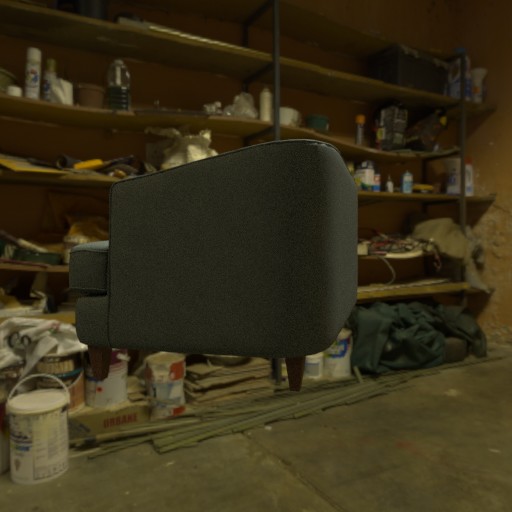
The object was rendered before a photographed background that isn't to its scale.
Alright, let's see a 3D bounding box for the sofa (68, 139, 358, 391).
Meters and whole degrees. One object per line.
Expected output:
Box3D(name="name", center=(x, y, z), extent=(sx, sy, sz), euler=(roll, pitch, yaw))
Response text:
Box3D(name="sofa", center=(0.000, 0.000, 2.257), extent=(0.941, 0.855, 1.733), euler=(0, 2, 17))
